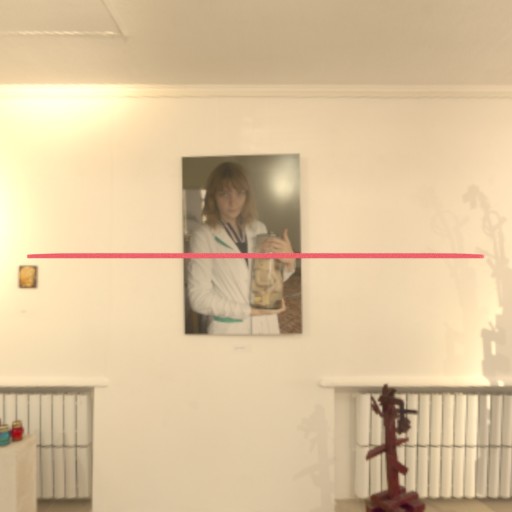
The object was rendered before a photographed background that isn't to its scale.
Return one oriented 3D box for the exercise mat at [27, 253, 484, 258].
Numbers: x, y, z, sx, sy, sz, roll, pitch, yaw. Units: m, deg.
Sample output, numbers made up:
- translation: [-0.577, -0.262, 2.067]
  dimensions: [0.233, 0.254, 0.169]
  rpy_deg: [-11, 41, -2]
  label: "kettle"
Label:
- translation: [0.000, 0.000, 2.089]
  dimensions: [1.884, 0.021, 0.616]
  rpy_deg: [0, 0, 0]
  label: "exercise mat"
